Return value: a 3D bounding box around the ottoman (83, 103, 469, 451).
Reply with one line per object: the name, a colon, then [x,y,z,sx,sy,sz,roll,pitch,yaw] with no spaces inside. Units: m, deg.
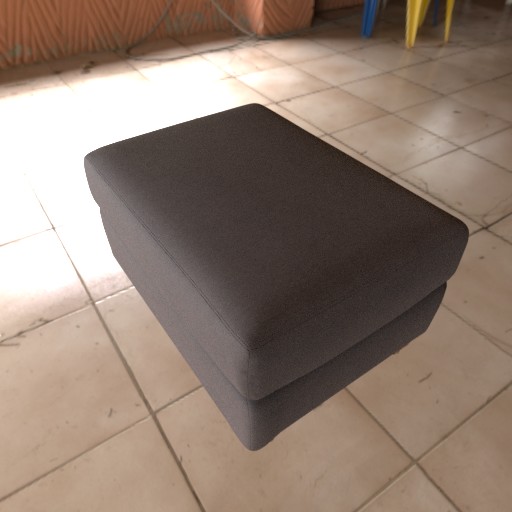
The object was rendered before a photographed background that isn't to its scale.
ottoman: [0.000,0.000,1.129,0.574,0.497,0.773,-25,47,-25]
